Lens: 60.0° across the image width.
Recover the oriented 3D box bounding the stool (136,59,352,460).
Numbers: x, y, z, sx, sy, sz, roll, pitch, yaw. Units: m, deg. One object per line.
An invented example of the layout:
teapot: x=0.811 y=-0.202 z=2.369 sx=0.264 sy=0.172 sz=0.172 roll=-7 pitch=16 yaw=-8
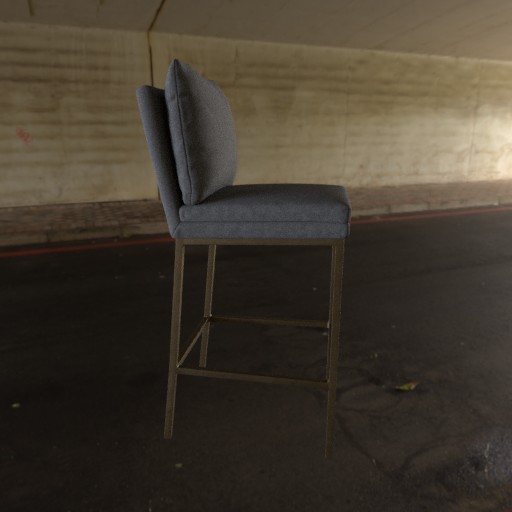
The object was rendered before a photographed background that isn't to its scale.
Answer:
stool: x=0.000 y=0.000 z=1.437 sx=0.569 sy=1.130 sz=0.463 roll=2 pitch=16 yaw=9
